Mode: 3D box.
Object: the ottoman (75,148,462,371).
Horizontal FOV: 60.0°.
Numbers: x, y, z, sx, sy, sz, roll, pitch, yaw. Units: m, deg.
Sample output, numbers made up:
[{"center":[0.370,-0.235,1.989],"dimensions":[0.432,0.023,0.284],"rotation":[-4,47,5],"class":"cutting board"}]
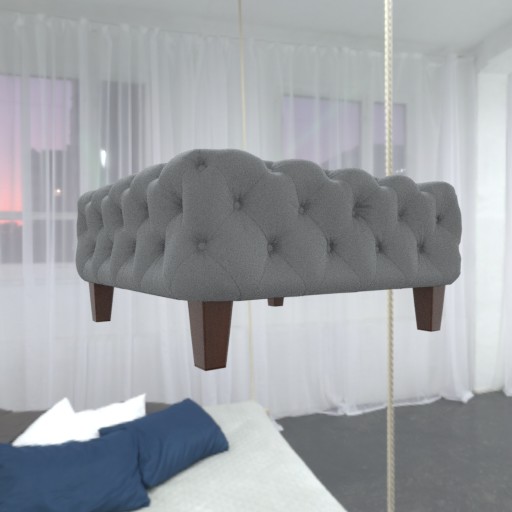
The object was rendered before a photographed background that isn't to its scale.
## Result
[{"center":[0.000,0.000,1.166],"dimensions":[0.764,0.365,0.758],"rotation":[0,0,-35],"class":"ottoman"}]
